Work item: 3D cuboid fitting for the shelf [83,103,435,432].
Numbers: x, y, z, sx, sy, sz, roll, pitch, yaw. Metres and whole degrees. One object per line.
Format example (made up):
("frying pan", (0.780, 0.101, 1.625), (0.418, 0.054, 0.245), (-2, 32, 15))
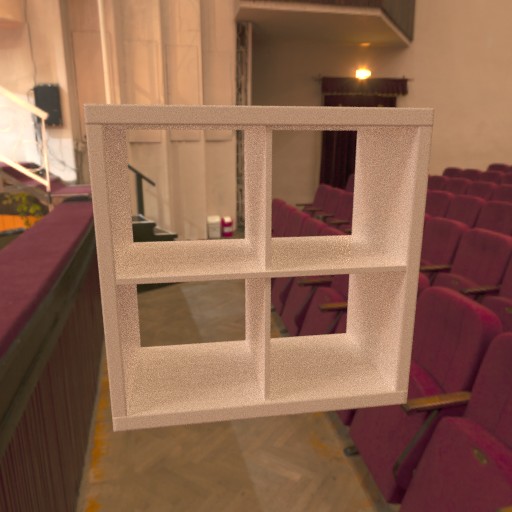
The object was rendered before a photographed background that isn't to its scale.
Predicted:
("shelf", (0.000, 0.000, 1.267), (0.790, 0.786, 0.390), (-2, 15, -9))
